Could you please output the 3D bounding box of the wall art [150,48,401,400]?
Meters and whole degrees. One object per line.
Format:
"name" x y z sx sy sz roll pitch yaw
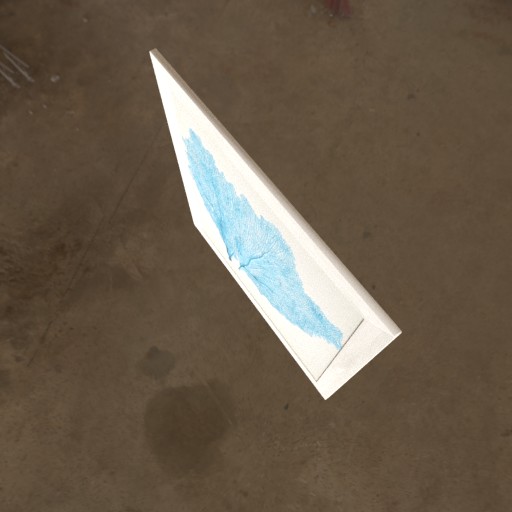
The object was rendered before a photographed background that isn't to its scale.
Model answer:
"wall art" 0.000 0.000 0.890 0.013 0.584 0.584 -33 69 -14
